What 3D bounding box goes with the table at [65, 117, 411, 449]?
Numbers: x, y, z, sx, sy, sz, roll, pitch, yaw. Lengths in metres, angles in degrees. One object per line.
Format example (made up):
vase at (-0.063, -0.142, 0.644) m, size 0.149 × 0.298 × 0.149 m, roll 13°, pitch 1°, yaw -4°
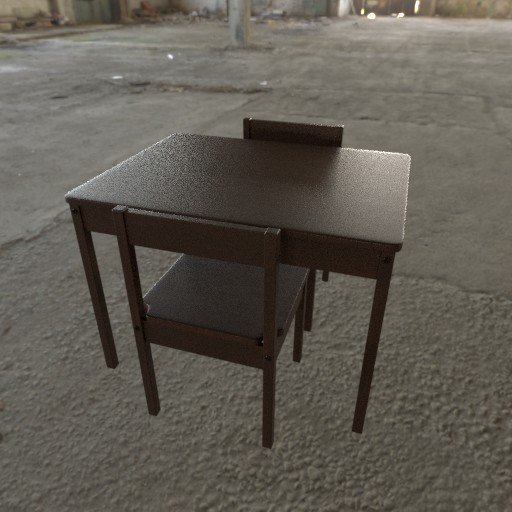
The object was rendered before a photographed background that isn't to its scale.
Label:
table at (0.000, 0.000, 1.098) m, size 0.650 × 0.503 × 0.672 m, roll 9°, pitch 32°, yaw 16°
